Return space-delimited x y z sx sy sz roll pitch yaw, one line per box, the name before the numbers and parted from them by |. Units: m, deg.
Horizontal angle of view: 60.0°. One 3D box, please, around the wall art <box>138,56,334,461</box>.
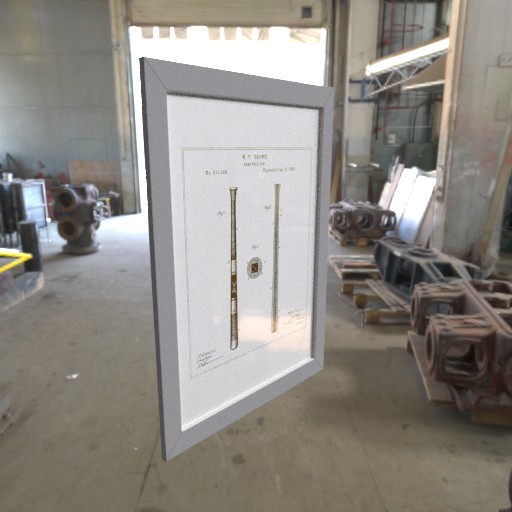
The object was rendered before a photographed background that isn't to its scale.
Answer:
wall art | 0.000 0.000 0.693 0.012 0.529 0.374 13 19 42
